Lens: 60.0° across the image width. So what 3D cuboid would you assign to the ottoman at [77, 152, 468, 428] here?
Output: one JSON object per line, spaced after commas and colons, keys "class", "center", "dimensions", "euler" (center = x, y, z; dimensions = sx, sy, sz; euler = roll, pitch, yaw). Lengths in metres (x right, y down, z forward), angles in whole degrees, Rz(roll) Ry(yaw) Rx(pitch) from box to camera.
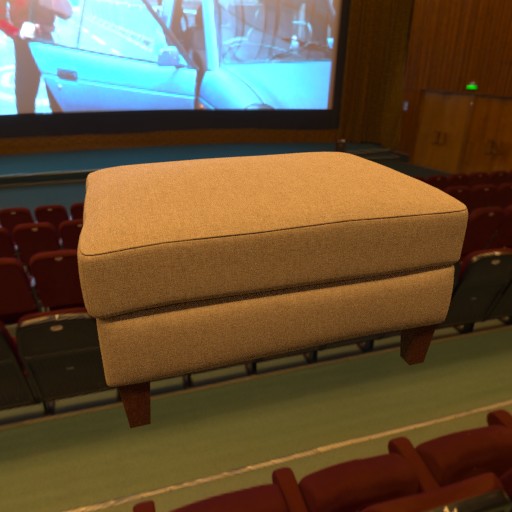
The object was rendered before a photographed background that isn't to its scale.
{"class": "ottoman", "center": [0.000, 0.000, 1.288], "dimensions": [0.898, 0.519, 0.677], "euler": [-8, 26, -16]}
